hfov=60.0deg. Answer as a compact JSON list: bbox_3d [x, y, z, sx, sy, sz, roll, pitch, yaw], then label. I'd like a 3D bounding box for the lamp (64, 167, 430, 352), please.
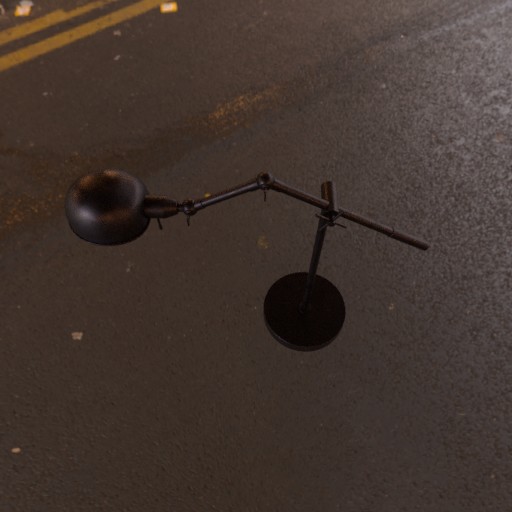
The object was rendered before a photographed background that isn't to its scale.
[{"bbox_3d":[0.000,0.000,0.814,0.567,0.495,0.185,1,58,1],"label":"lamp"}]
